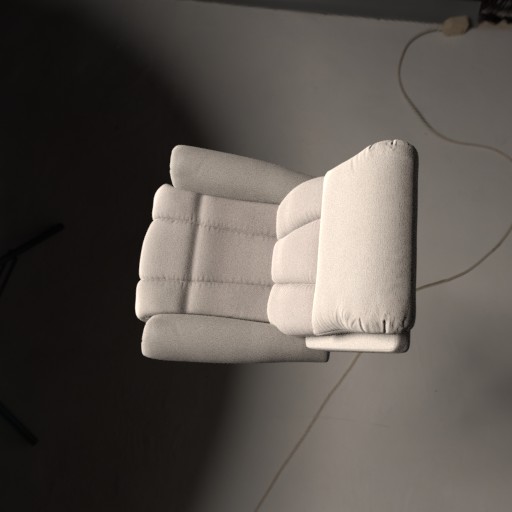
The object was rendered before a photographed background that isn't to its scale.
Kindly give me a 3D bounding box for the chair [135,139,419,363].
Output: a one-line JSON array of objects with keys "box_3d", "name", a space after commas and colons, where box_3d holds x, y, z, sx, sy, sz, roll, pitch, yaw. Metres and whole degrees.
[{"box_3d": [0.000, 0.000, 1.762, 0.979, 1.031, 0.871, 6, 77, 1], "name": "chair"}]
